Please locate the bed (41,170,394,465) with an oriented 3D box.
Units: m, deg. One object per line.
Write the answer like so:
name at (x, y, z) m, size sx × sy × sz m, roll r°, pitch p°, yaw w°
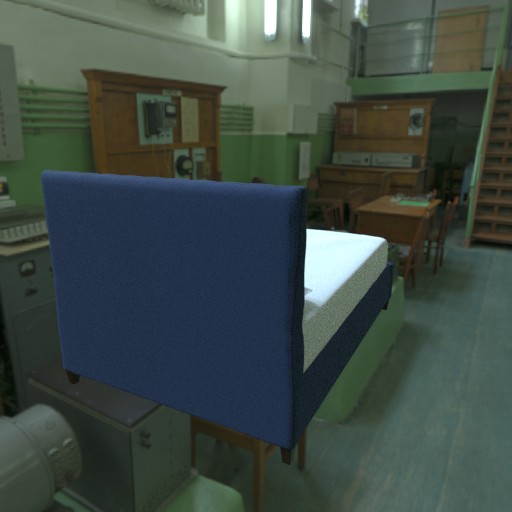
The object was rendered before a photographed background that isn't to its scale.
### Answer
bed at (0.000, 0.000, 3.443) m, size 1.706 × 1.427 × 2.387 m, roll 8°, pitch 18°, yaw 27°
